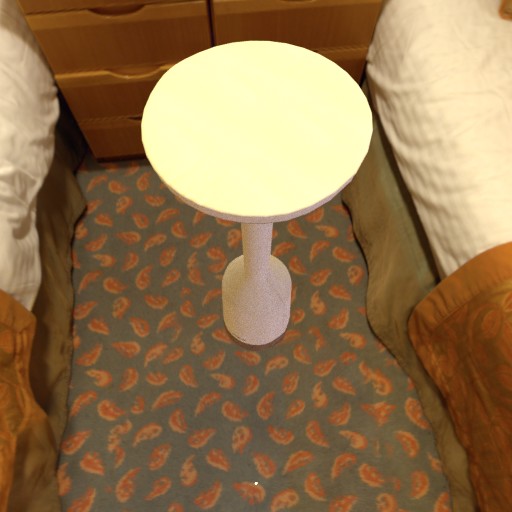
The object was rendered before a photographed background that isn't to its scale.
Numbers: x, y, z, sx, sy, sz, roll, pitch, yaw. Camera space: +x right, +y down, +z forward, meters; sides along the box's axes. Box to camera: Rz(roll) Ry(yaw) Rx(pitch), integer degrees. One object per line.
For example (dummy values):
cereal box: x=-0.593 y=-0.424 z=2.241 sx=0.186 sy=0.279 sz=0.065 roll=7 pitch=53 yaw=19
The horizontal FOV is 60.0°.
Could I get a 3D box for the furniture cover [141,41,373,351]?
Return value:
furniture cover: x=0.000 y=0.000 z=2.818 sx=0.914 sy=2.413 sz=0.914 roll=33 pitch=68 yaw=16
